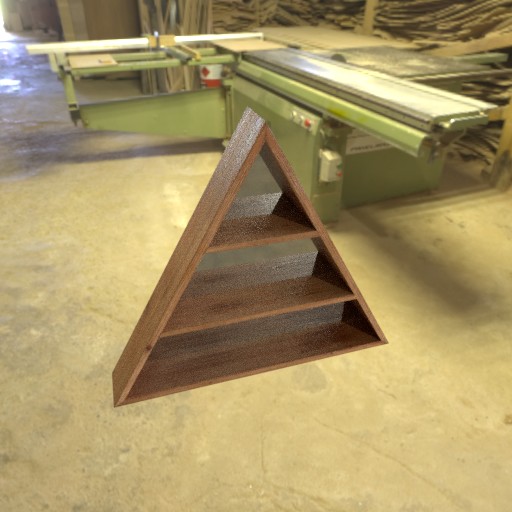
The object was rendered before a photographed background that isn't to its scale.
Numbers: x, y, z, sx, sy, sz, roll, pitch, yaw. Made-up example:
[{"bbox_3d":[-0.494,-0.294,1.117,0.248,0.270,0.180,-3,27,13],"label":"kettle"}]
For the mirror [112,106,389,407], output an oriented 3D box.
[{"bbox_3d":[0.000,0.000,0.867,0.631,0.548,0.100,-9,33,-15],"label":"mirror"}]
